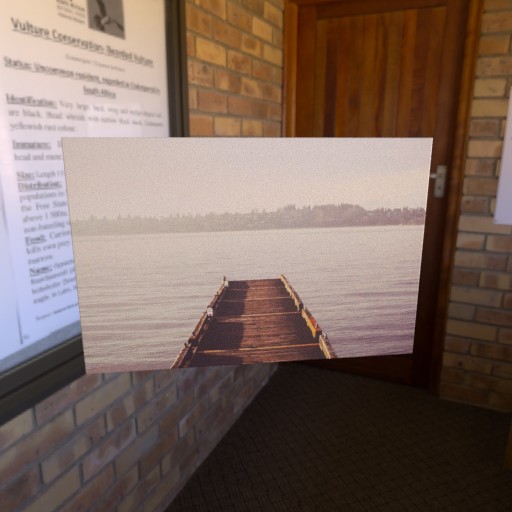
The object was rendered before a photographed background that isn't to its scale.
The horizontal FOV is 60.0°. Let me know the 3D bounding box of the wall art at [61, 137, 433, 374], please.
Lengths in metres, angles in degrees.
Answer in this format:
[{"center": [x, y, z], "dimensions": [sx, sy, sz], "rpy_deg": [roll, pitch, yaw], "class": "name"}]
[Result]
[{"center": [0.000, 0.000, 1.176], "dimensions": [0.916, 0.609, 0.037], "rpy_deg": [-2, 14, -7], "class": "wall art"}]
